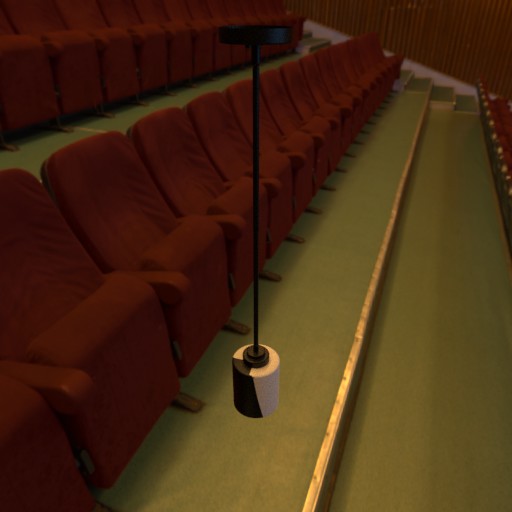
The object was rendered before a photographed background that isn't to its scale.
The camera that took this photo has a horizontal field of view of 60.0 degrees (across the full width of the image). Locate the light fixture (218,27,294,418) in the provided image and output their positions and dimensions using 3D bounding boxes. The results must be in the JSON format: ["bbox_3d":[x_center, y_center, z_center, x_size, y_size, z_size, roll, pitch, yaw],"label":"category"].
[{"bbox_3d":[0.000,0.000,0.939,0.123,0.863,0.123,11,31,18],"label":"light fixture"}]
